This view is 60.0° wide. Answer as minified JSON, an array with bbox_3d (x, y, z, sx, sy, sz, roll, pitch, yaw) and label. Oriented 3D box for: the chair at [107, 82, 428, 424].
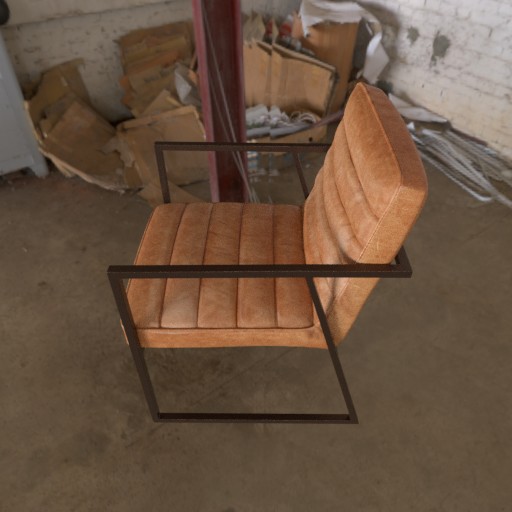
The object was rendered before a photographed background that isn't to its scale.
[{"bbox_3d":[0.000,0.000,1.254,0.677,0.832,0.571,0,42,1],"label":"chair"}]
